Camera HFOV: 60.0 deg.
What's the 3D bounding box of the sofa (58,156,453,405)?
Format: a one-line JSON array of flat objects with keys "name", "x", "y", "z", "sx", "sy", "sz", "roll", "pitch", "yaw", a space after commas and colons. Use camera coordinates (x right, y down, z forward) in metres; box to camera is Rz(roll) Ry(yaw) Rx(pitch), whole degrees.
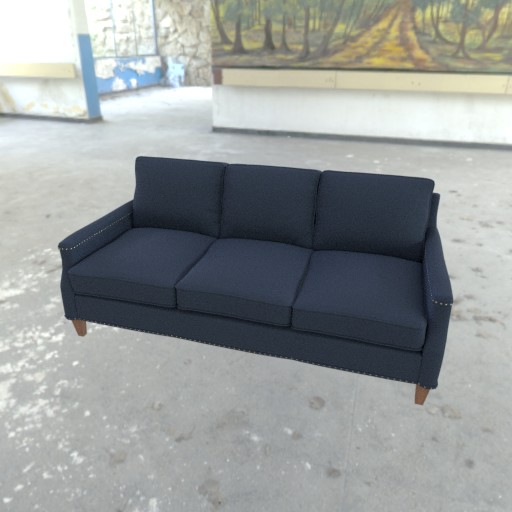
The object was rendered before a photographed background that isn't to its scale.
[{"name": "sofa", "x": 0.000, "y": 0.000, "z": 2.833, "sx": 2.246, "sy": 1.003, "sz": 1.084, "roll": 8, "pitch": 27, "yaw": 15}]
